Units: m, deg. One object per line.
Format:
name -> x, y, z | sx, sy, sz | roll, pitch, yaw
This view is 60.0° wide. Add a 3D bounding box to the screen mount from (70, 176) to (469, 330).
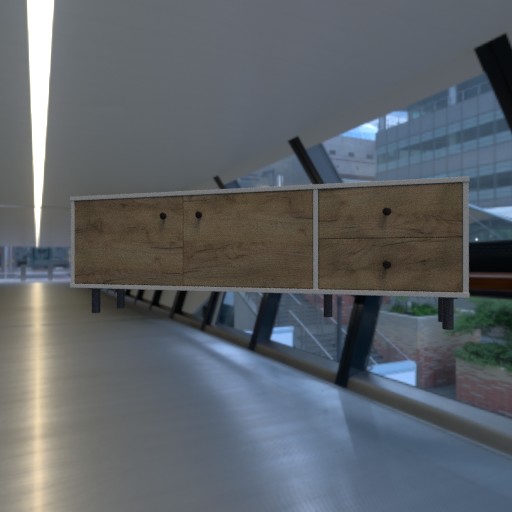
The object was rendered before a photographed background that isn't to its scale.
screen mount -> 0.000, 0.000, 1.886 | 1.600, 0.520, 0.418 | 0, 0, 18
